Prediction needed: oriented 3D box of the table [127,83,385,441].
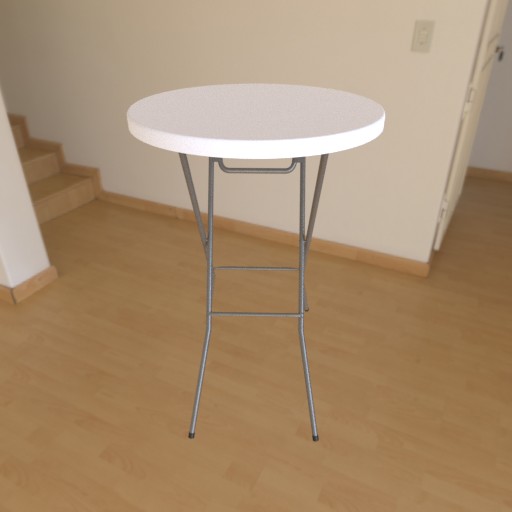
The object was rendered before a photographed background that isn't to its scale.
[{"bbox_3d":[0.000,0.000,1.677,0.792,1.105,0.795,1,31,1],"label":"table"}]
